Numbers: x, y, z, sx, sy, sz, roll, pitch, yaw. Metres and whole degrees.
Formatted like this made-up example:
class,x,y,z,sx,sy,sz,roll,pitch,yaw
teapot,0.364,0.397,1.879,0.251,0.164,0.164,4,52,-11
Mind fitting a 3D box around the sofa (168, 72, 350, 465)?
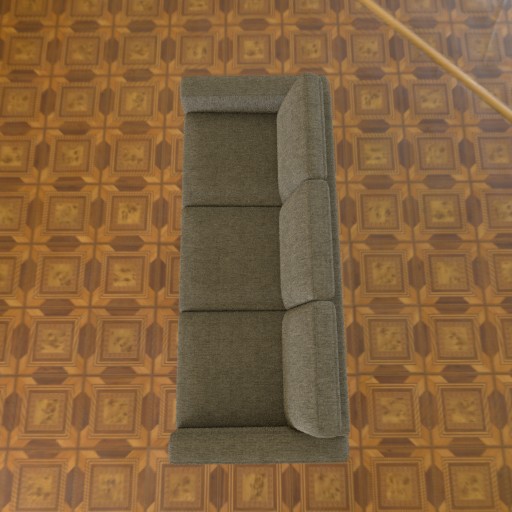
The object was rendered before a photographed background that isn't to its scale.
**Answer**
class,x,y,z,sx,sy,sz,roll,pitch,yaw
sofa,0.000,0.000,2.550,0.900,0.800,2.160,-1,77,0
